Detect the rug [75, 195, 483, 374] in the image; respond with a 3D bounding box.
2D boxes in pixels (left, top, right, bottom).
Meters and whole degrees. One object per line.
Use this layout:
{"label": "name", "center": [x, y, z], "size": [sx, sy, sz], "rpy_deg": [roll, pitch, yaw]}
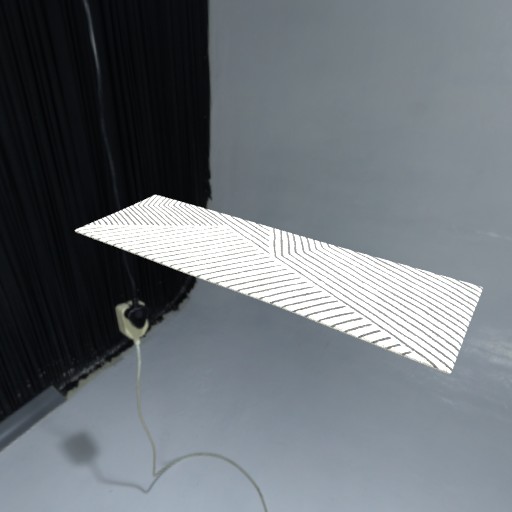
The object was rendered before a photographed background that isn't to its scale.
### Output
{"label": "rug", "center": [0.000, 0.000, 2.702], "size": [2.439, 0.020, 0.773], "rpy_deg": [18, 34, 28]}
